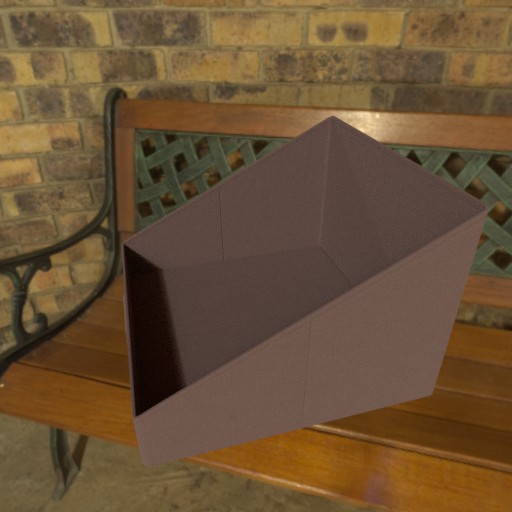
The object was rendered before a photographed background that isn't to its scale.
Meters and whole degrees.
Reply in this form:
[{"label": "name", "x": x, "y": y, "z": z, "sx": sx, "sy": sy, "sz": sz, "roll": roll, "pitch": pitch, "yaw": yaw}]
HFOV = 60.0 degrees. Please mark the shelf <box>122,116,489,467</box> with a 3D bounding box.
[{"label": "shelf", "x": 0.000, "y": 0.000, "z": 0.478, "sx": 0.292, "sy": 0.210, "sz": 0.292, "roll": -9, "pitch": 33, "yaw": -14}]
